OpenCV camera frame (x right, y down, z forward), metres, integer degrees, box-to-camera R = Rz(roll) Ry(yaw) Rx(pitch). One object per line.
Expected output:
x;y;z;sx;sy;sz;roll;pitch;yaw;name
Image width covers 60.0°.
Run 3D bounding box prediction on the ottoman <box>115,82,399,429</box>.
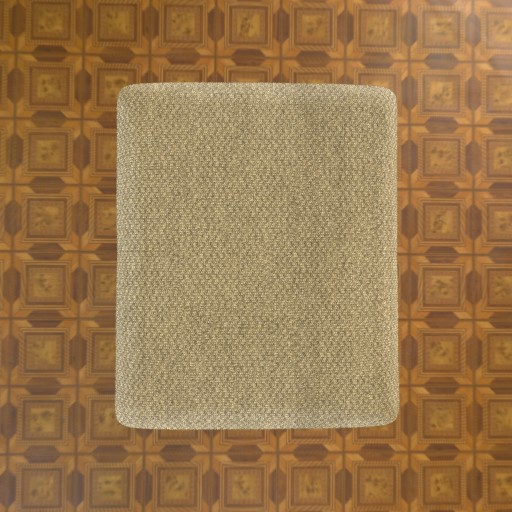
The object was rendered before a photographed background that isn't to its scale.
0.000;0.000;1.097;0.603;0.476;0.751;0;89;-1;ottoman
